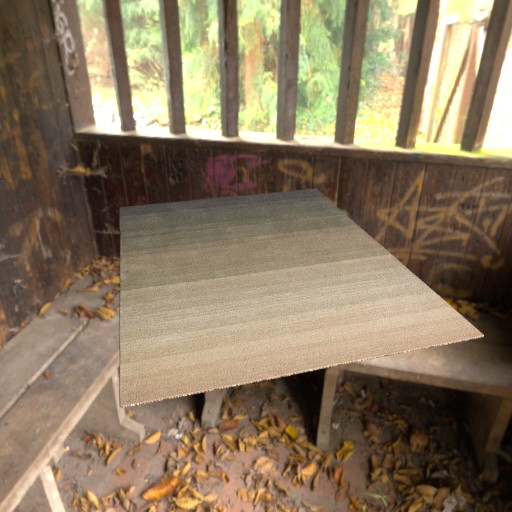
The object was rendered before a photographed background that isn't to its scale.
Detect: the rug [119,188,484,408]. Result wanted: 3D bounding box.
[{"bbox_3d":[0.000,0.000,3.883,2.315,0.015,2.932,-7,29,-13],"label":"rug"}]
